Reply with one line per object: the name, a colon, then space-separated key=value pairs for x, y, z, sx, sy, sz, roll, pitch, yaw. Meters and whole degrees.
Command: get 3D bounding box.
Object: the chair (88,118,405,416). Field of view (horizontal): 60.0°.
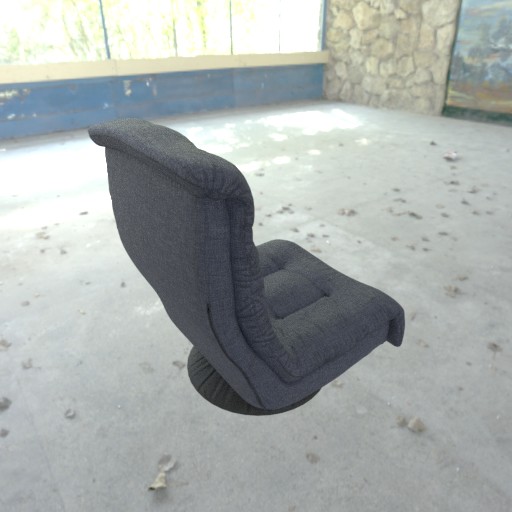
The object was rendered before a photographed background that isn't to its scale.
chair: x=0.000 y=0.000 z=1.210 sx=0.668 sy=0.749 sz=0.597 roll=-18 pitch=32 yaw=-31
